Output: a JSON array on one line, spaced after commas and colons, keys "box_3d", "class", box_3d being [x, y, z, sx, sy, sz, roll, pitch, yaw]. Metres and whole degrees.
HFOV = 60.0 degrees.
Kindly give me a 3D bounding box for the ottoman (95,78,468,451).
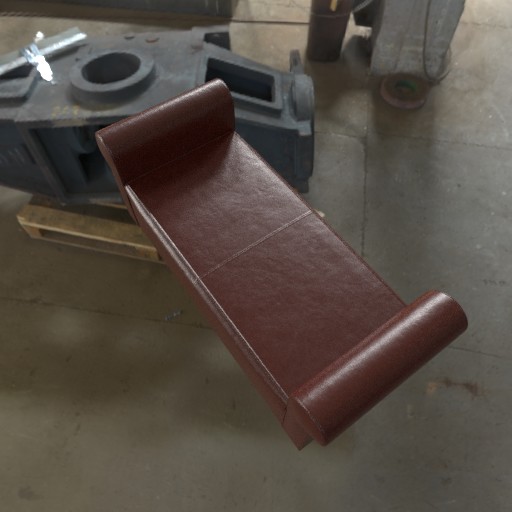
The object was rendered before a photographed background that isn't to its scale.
[{"box_3d": [0.000, 0.000, 1.566, 0.521, 0.547, 1.256, -32, 63, -18], "class": "ottoman"}]
